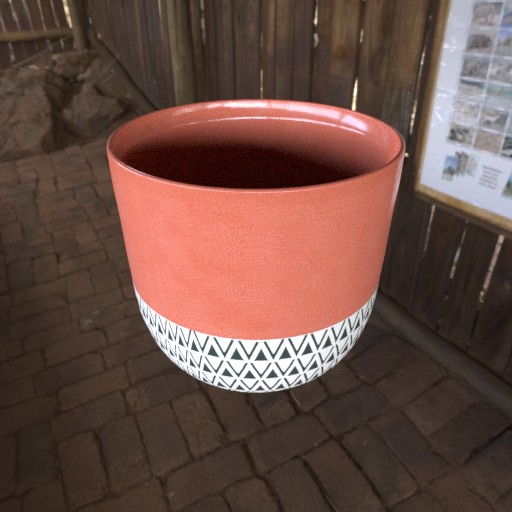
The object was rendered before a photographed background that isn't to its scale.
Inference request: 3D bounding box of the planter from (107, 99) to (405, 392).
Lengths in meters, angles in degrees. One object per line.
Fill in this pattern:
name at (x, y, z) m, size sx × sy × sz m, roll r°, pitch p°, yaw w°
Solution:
planter at (0.000, 0.000, 0.480) m, size 0.266 × 0.270 × 0.266 m, roll 0°, pitch 32°, yaw 0°
